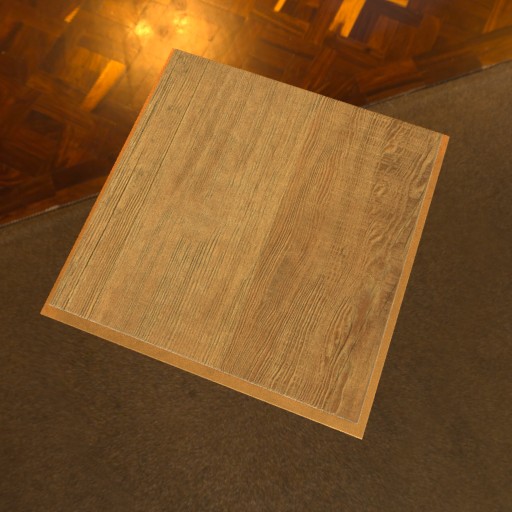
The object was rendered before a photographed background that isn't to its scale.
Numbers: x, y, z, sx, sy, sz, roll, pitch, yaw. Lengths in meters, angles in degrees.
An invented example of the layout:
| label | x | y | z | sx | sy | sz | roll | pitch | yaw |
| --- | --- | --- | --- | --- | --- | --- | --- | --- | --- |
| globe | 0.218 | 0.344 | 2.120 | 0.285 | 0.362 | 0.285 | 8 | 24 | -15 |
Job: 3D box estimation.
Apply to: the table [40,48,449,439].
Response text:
| label | x | y | z | sx | sy | sz | roll | pitch | yaw |
| --- | --- | --- | --- | --- | --- | --- | --- | --- | --- |
| table | 0.000 | 0.000 | 1.089 | 0.599 | 0.584 | 0.599 | 20 | 76 | 5 |
